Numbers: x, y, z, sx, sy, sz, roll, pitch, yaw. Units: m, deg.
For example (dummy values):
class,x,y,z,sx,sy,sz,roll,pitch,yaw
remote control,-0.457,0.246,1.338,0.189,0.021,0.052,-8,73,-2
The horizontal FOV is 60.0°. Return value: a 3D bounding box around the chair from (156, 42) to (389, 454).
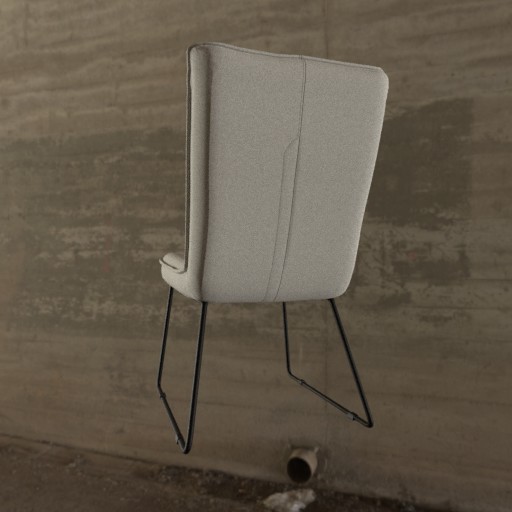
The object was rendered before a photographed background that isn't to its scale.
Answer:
class,x,y,z,sx,sy,sz,roll,pitch,yaw
chair,0.000,0.000,1.317,0.515,0.930,0.688,0,0,-19
